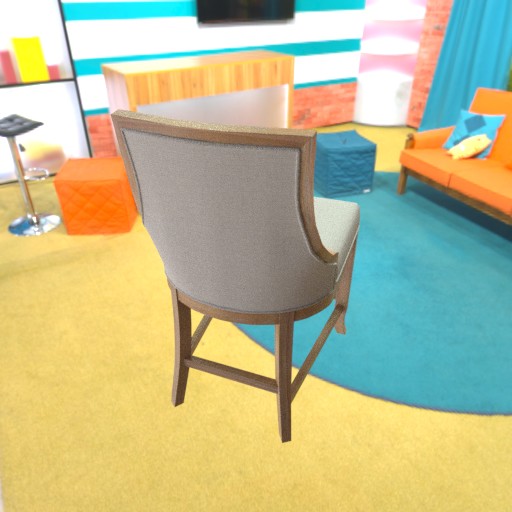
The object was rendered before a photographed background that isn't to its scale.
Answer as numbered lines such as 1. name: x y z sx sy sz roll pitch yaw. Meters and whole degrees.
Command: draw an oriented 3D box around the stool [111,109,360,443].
1. stool: 0.000 0.000 1.328 0.524 0.938 0.626 11 34 18
